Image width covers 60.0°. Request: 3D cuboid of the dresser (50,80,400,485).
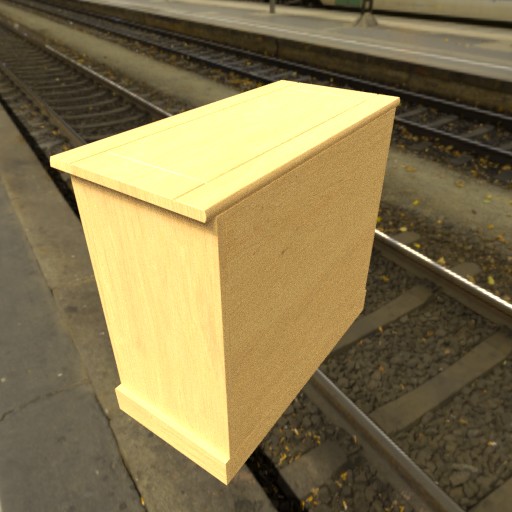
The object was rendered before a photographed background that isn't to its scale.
[{"bbox_3d":[0.000,0.000,1.379,0.440,0.835,0.915,21,39,29],"label":"dresser"}]
